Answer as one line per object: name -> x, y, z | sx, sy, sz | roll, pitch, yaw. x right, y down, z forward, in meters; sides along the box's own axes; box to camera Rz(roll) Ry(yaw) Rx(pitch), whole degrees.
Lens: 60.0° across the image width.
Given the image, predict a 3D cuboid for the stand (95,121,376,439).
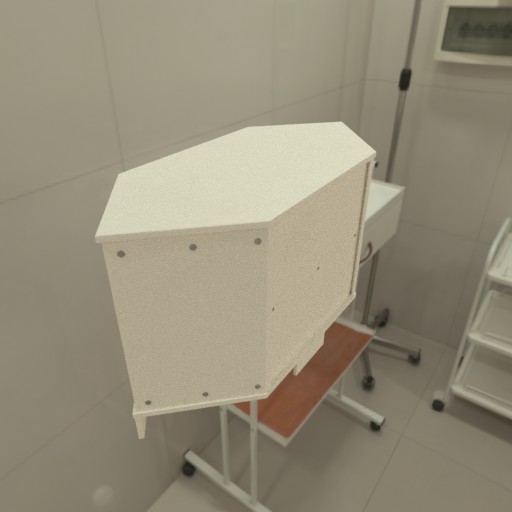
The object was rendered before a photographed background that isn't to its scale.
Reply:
stand -> 0.000, 0.000, 1.390 | 0.477, 0.614, 1.072 | 20, 36, 30
